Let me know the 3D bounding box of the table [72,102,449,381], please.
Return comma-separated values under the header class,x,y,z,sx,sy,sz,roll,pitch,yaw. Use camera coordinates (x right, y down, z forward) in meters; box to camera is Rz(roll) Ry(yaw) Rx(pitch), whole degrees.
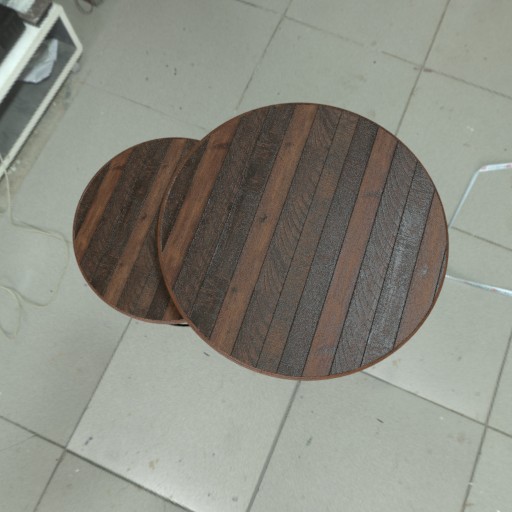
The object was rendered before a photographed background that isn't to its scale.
class,x,y,z,sx,sy,sz,roll,pitch,yaw
table,0.000,0.000,1.564,1.152,0.516,0.870,-6,75,-2
